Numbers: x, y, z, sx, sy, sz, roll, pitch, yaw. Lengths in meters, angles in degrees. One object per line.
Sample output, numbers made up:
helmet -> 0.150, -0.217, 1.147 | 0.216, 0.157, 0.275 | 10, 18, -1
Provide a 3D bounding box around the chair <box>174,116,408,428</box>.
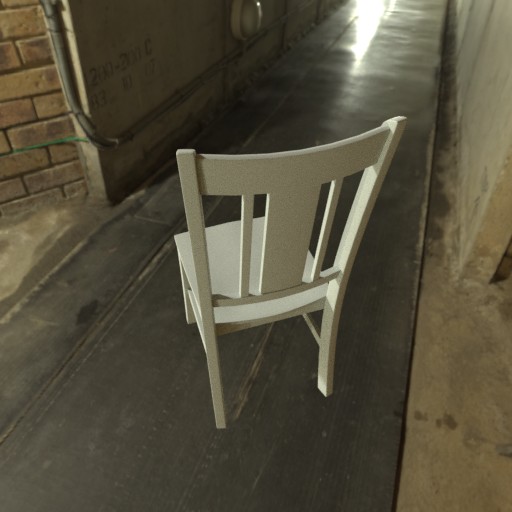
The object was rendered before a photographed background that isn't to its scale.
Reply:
chair -> 0.000, 0.000, 1.307 | 0.450, 0.998, 0.555 | -12, 42, -14
